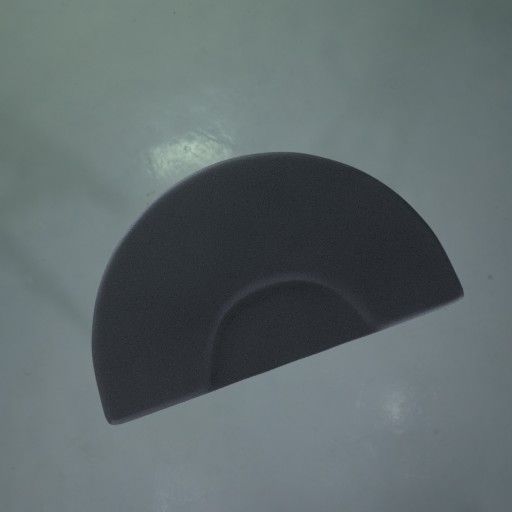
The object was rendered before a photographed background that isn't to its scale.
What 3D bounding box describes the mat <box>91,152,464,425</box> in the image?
[{"bbox_3d":[0.000,0.000,1.858,1.525,0.016,0.917,-19,77,-4],"label":"mat"}]
